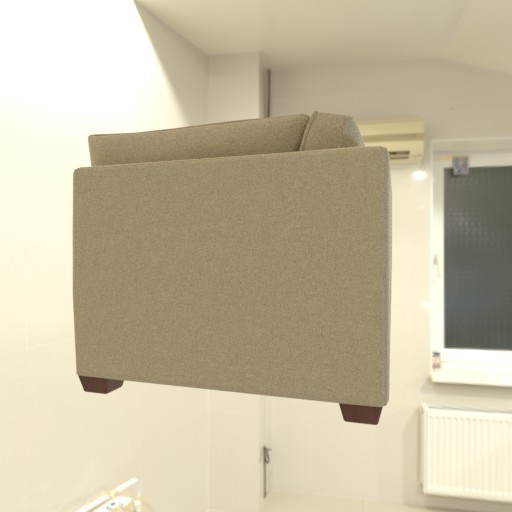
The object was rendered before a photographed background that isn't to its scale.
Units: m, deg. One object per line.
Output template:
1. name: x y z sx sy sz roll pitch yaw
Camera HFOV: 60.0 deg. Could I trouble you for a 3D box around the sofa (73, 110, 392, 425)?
1. sofa: 0.000 0.000 1.959 1.146 1.002 1.084 0 0 18
